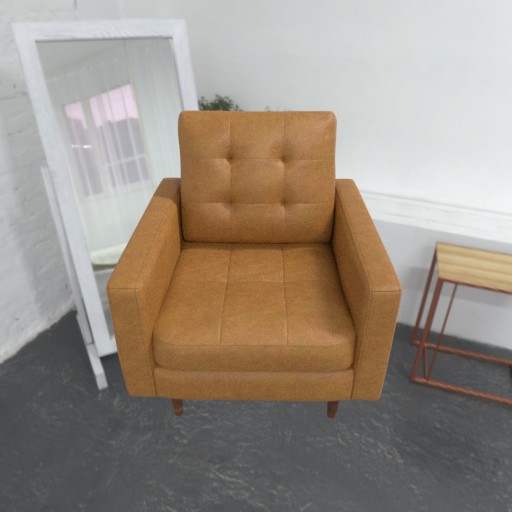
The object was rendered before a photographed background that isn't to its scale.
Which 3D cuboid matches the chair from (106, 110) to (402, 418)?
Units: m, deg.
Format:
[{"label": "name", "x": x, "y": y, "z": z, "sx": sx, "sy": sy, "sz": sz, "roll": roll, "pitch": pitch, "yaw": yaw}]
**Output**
[{"label": "chair", "x": 0.000, "y": 0.000, "z": 1.590, "sx": 0.831, "sy": 0.896, "sz": 0.868, "roll": 1, "pitch": 31, "yaw": 1}]
